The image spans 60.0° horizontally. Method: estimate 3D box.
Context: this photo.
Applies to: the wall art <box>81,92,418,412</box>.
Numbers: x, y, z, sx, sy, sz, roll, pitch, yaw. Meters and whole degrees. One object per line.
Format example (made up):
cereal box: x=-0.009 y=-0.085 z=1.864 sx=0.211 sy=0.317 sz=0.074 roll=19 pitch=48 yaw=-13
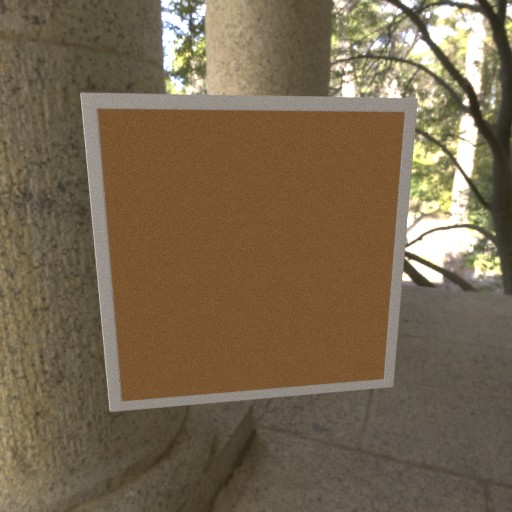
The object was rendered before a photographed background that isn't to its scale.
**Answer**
wall art: x=0.000 y=0.000 z=0.452 sx=0.305 sy=0.305 sz=0.037 roll=-2 pitch=14 yaw=-9
